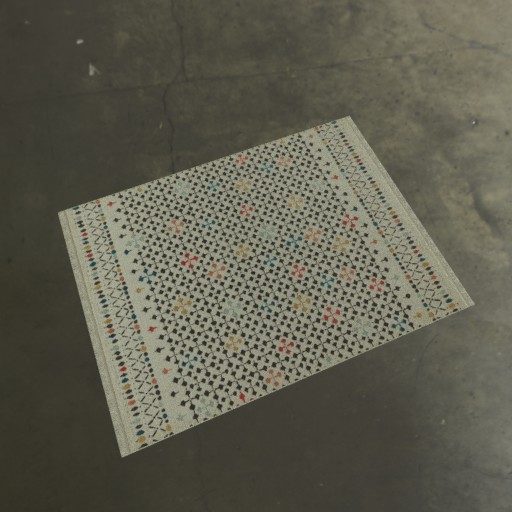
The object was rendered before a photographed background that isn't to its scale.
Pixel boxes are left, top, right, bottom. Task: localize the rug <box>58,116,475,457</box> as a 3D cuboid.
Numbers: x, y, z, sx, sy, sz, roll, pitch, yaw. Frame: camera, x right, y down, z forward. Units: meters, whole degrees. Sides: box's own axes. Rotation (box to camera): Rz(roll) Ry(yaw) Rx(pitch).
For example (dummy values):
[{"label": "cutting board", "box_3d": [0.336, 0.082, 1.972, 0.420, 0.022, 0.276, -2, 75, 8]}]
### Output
[{"label": "rug", "box_3d": [0.000, 0.000, 4.110, 3.196, 0.007, 2.354, -21, 66, -10]}]
